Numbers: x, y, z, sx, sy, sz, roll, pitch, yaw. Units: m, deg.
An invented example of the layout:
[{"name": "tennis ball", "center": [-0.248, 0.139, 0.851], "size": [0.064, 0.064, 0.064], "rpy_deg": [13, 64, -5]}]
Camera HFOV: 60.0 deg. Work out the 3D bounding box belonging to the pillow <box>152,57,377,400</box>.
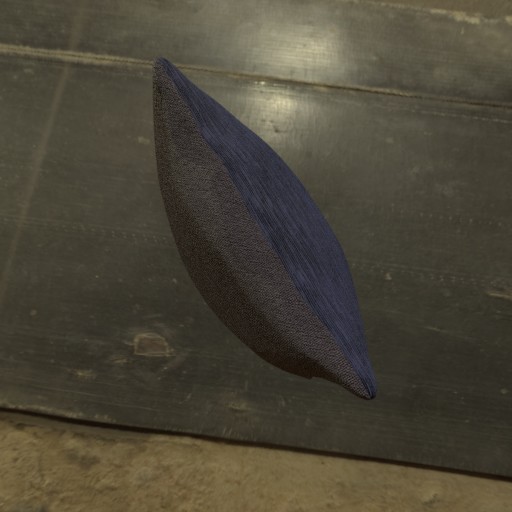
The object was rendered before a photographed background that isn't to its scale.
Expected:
[{"name": "pillow", "center": [0.000, 0.000, 0.681], "size": [0.204, 0.439, 0.452], "rpy_deg": [-30, 78, -7]}]
